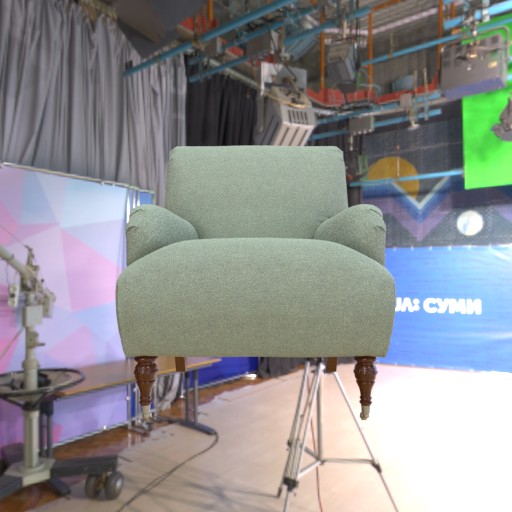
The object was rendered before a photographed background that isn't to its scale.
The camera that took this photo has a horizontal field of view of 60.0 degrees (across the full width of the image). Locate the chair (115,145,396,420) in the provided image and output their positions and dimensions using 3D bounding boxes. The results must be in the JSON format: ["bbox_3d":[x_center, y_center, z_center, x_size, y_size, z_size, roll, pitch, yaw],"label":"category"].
[{"bbox_3d":[0.000,0.000,1.950,0.964,1.178,1.060,0,-1,0],"label":"chair"}]
